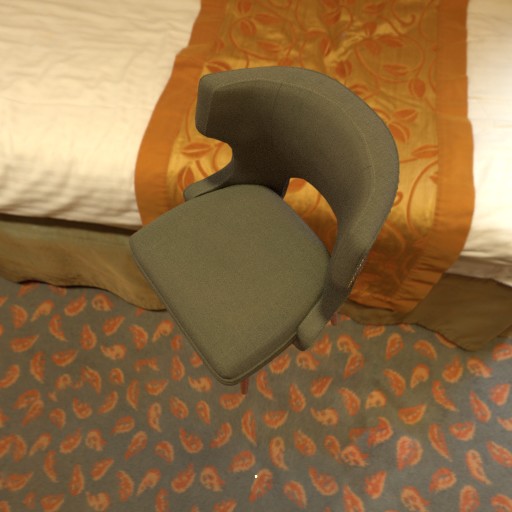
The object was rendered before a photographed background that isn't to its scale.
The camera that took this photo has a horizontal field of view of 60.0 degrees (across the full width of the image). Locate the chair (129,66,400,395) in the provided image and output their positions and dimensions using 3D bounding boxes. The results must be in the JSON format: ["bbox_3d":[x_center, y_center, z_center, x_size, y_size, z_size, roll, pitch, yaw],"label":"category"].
[{"bbox_3d":[0.000,0.000,1.270,0.581,0.863,0.595,-34,68,-15],"label":"chair"}]
